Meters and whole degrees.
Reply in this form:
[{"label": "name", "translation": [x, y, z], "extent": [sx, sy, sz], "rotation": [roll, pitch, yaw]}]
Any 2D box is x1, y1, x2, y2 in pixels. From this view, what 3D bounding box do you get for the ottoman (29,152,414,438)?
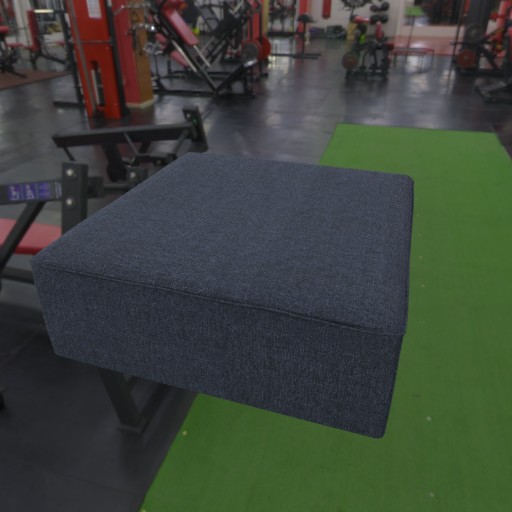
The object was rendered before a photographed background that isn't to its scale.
[{"label": "ottoman", "translation": [0.000, 0.000, 1.568], "extent": [1.017, 0.423, 1.023], "rotation": [10, 32, 16]}]
